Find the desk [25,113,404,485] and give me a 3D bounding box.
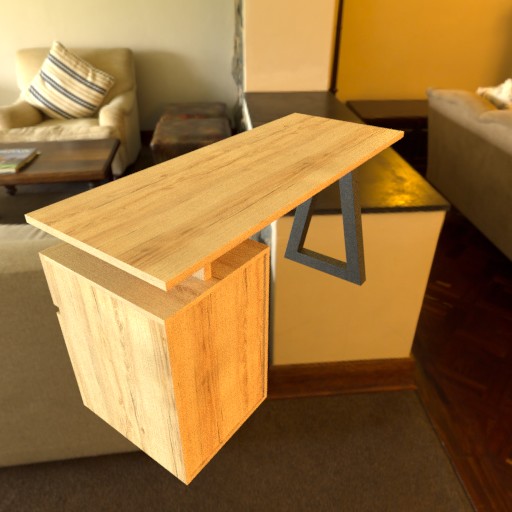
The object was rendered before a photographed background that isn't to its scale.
[{"bbox_3d":[0.000,0.000,1.759,0.550,0.760,1.400,21,37,30],"label":"desk"}]
